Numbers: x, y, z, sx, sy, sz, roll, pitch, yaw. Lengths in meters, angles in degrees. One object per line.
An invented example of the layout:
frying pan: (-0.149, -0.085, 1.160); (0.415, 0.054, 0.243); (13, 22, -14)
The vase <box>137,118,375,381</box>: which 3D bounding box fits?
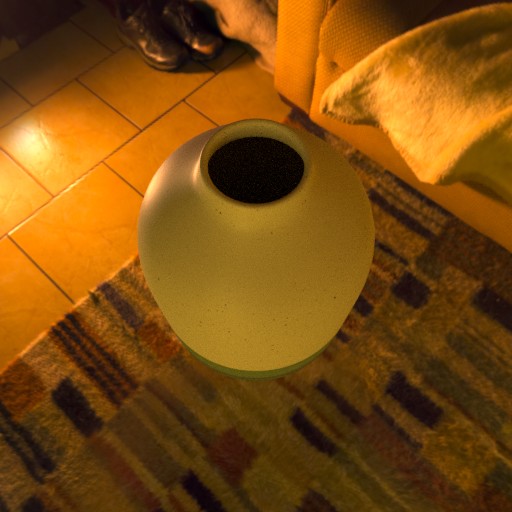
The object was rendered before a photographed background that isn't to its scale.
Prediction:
vase: (0.000, 0.000, 0.354); (0.169, 0.240, 0.169); (0, 64, 0)
